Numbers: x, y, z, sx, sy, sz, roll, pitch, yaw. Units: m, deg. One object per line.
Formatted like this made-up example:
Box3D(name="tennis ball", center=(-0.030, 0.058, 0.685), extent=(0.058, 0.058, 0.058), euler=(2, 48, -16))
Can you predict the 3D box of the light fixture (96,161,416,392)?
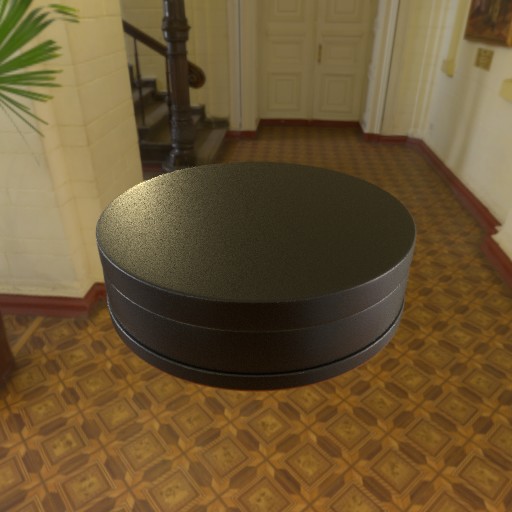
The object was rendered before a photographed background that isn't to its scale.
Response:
Box3D(name="light fixture", center=(0.000, 0.000, 0.429), extent=(0.283, 0.097, 0.283), euler=(0, 30, 0))
